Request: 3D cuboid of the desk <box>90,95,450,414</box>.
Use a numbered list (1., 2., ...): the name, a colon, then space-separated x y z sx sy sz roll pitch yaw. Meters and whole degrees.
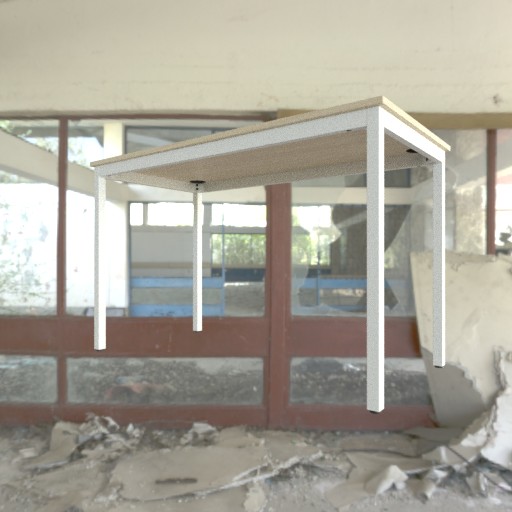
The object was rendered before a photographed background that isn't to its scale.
1. desk: 0.000 0.000 1.629 1.200 0.750 0.600 0 0 37
